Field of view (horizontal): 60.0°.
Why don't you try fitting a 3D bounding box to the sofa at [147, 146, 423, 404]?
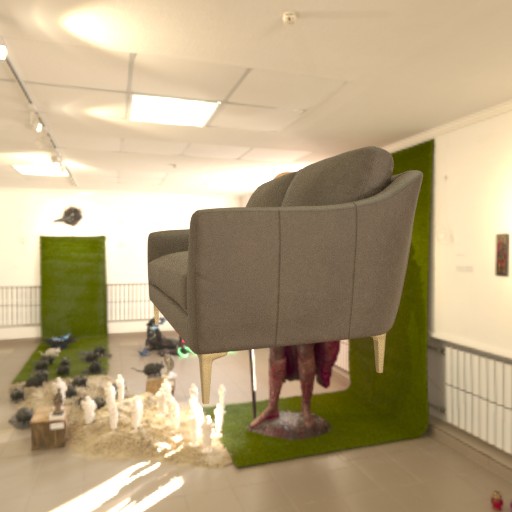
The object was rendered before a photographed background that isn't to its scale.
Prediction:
[{"bbox_3d":[0.000,0.000,2.240,0.960,0.902,1.619,0,1,-18],"label":"sofa"}]
